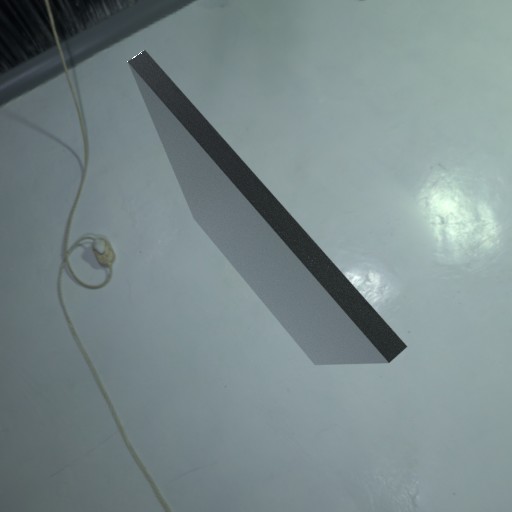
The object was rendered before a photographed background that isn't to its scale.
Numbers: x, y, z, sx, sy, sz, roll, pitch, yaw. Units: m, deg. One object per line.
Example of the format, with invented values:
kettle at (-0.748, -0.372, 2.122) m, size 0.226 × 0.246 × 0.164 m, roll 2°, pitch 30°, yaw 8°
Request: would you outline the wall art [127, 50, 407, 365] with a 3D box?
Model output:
wall art at (0.000, 0.000, 0.755) m, size 0.025 × 0.569 × 0.444 m, roll -39°, pitch 79°, yaw -9°
